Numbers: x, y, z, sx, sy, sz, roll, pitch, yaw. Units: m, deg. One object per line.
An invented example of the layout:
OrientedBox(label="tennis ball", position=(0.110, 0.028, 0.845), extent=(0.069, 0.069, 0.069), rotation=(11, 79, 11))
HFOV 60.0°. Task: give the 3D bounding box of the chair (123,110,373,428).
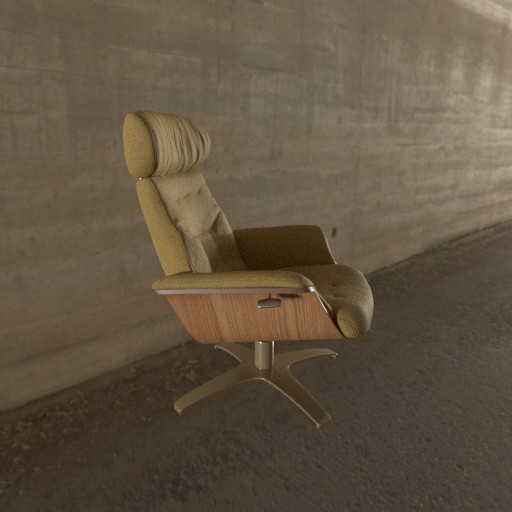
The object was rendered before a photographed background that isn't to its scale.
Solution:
OrientedBox(label="chair", position=(0.000, 0.000, 1.593), extent=(0.837, 0.995, 0.785), rotation=(3, 15, 11))
